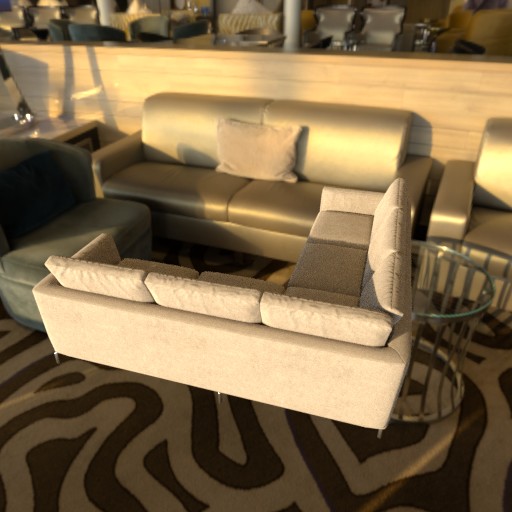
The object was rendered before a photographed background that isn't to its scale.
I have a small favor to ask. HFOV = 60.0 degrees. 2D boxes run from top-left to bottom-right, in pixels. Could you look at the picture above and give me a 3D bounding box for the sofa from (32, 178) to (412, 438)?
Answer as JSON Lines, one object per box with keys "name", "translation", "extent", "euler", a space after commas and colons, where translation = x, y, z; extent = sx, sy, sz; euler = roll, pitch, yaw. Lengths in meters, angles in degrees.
{"name": "sofa", "translation": [0.000, 0.000, 3.715], "extent": [2.438, 0.864, 2.438], "euler": [9, 32, 14]}
